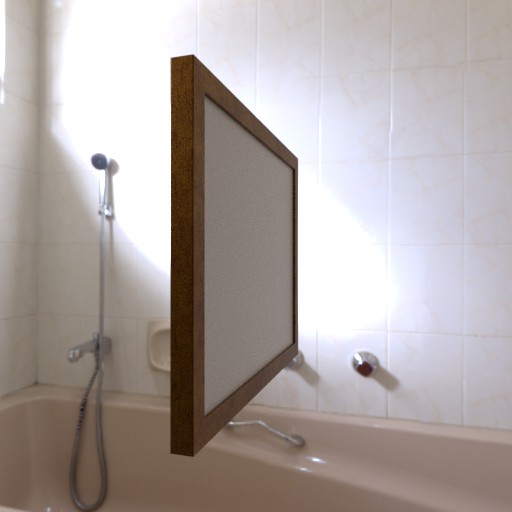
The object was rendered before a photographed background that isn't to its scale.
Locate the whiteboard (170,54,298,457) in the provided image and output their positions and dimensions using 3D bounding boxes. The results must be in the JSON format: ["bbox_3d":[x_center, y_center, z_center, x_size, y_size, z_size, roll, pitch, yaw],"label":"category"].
[{"bbox_3d":[0.000,0.000,0.775,0.029,0.457,0.561,0,0,18],"label":"whiteboard"}]
